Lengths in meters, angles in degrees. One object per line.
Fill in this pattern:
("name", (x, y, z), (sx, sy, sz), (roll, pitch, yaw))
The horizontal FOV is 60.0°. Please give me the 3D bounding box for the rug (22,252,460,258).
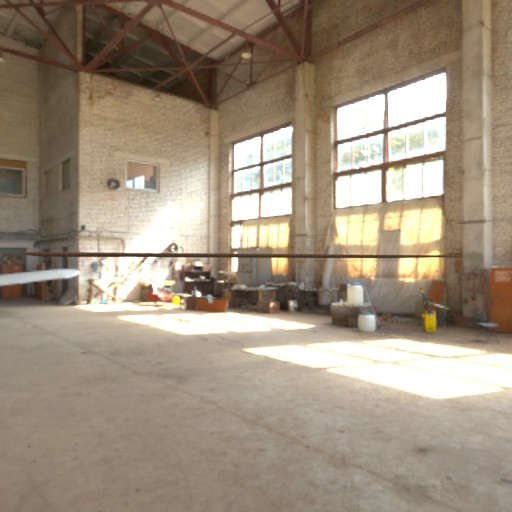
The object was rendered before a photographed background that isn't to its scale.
("rug", (0.000, 0.000, 2.704), (2.448, 0.012, 0.769), (0, -1, -20))
